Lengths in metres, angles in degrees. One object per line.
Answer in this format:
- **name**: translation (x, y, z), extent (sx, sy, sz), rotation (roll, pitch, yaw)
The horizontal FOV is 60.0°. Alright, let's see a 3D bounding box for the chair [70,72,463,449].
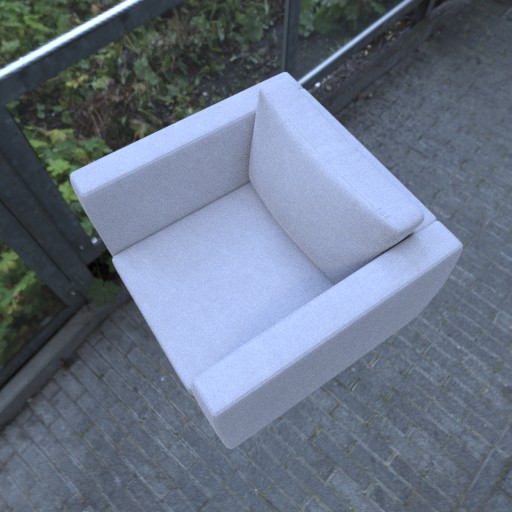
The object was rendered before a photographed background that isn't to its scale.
- **chair**: translation (0.000, 0.000, 1.677), extent (0.930, 0.860, 1.000), rotation (-31, 66, -15)
